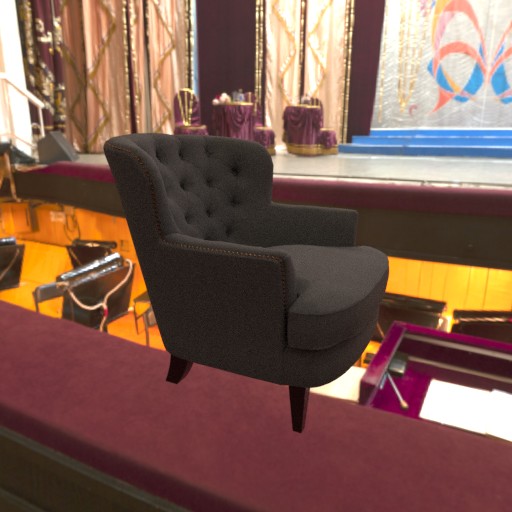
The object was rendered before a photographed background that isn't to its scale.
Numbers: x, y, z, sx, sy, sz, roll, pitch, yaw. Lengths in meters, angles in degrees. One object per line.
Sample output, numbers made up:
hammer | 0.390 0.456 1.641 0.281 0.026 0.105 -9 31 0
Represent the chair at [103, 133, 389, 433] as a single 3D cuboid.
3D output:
chair | 0.000 0.000 1.621 0.906 0.868 0.848 8 17 25
